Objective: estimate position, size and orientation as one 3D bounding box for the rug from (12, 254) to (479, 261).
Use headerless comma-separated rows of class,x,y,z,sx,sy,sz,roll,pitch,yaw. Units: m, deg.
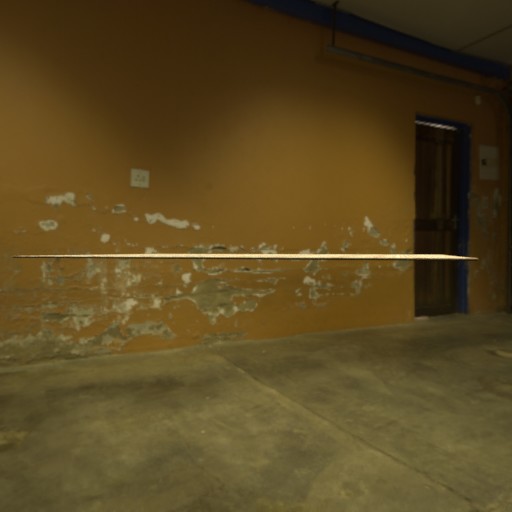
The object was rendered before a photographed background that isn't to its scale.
rug,0.000,0.000,2.218,1.829,0.008,1.219,0,1,18
